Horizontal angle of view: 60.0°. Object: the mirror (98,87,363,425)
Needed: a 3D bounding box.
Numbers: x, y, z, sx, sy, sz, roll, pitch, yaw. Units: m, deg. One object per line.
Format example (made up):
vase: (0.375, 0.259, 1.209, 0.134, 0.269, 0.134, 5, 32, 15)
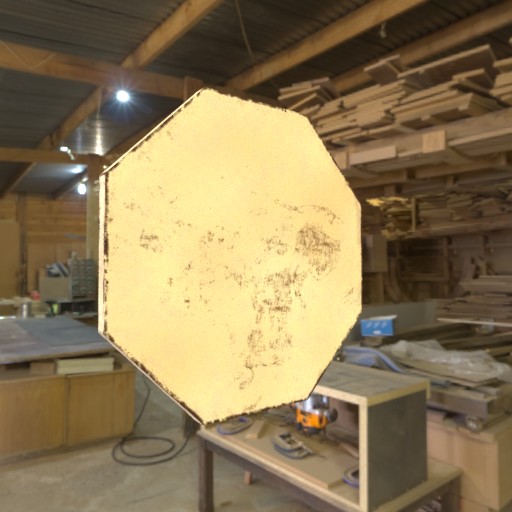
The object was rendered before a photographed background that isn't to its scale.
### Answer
mirror: (0.000, 0.000, 0.939, 0.648, 0.648, 0.031, 1, -1, -37)
